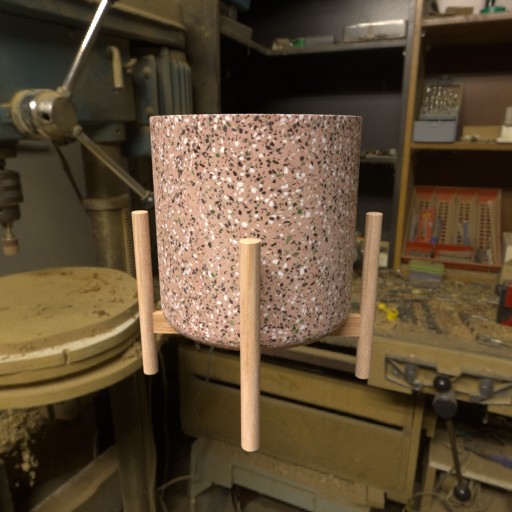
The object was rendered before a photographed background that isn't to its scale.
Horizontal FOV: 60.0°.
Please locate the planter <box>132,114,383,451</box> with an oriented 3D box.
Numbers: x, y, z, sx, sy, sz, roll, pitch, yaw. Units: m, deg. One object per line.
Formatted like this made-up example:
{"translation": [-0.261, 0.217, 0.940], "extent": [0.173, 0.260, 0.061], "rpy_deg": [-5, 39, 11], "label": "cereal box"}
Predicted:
{"translation": [0.000, 0.000, 0.704], "extent": [0.360, 0.419, 0.360], "rpy_deg": [7, 17, 24], "label": "planter"}
